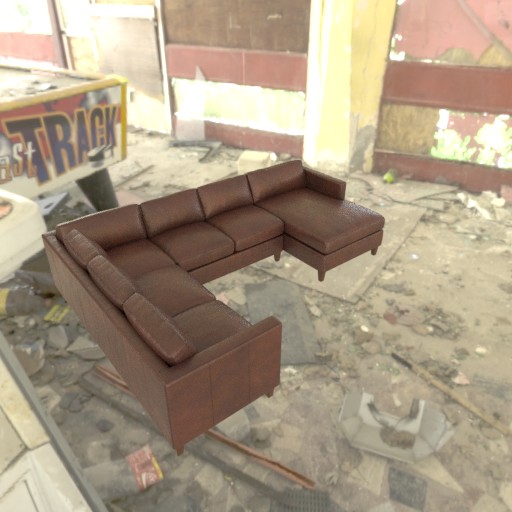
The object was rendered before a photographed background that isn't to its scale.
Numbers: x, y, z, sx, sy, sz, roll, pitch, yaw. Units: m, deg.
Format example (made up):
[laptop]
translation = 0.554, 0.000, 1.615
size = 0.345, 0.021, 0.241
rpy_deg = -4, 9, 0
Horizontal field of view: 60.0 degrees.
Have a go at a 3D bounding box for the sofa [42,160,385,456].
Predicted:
[sofa]
translation = 0.000, 0.000, 4.461
size = 3.324, 0.891, 2.452
rpy_deg = -22, 37, -32
